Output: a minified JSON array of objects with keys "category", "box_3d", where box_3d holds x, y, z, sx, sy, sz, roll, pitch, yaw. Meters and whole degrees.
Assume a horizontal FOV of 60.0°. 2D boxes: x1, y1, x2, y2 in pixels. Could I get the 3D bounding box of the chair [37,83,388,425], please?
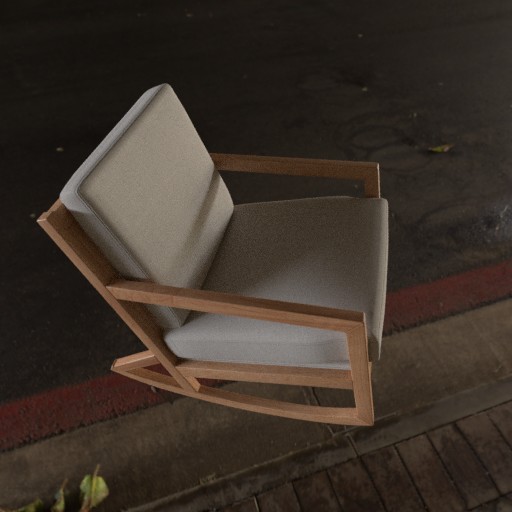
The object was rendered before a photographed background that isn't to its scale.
[{"category":"chair","box_3d":[0.000,0.000,1.361,0.857,0.790,0.622,10,47,9]}]
